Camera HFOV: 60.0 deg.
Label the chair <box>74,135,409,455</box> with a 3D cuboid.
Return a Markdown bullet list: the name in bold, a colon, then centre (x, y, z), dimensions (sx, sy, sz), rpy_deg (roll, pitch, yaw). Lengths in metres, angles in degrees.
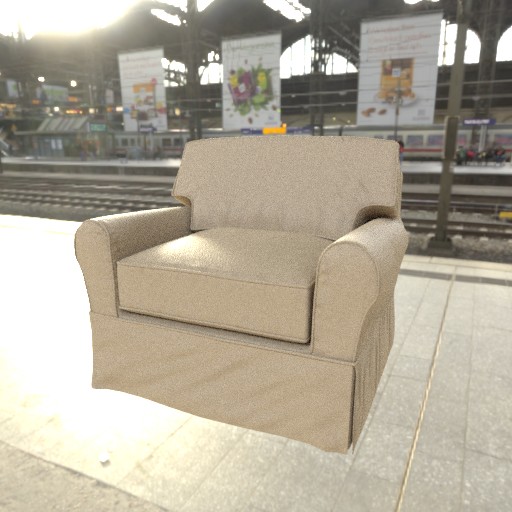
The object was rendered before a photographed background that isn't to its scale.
- **chair**: centre (0.000, 0.000, 1.763), dimensions (1.096, 0.937, 0.903), rpy_deg (6, 15, 23)
